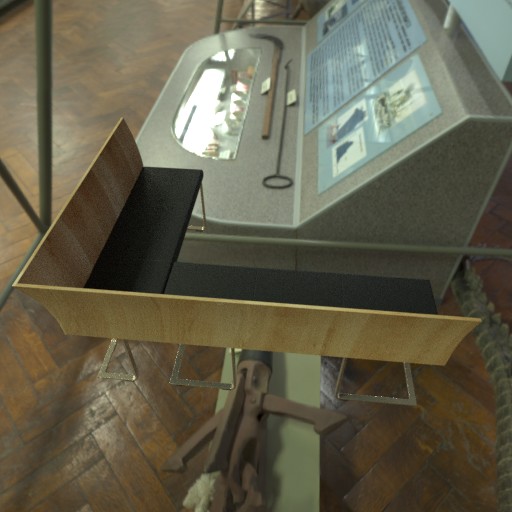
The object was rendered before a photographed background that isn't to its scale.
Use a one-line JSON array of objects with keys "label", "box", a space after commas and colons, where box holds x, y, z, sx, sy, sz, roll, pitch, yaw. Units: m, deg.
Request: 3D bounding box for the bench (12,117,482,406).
[{"label": "bench", "box": [0.000, 0.000, 2.676, 1.945, 0.930, 1.495, 4, 45, 4]}]
